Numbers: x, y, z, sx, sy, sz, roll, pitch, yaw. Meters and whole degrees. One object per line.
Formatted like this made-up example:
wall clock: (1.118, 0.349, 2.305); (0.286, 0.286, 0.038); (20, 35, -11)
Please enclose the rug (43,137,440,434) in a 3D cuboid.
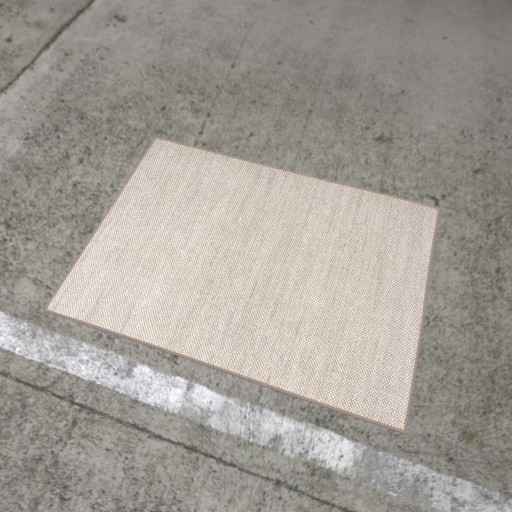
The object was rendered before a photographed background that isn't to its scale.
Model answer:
rug: (0.000, 0.000, 2.783); (2.115, 0.013, 1.517); (16, 60, 10)
